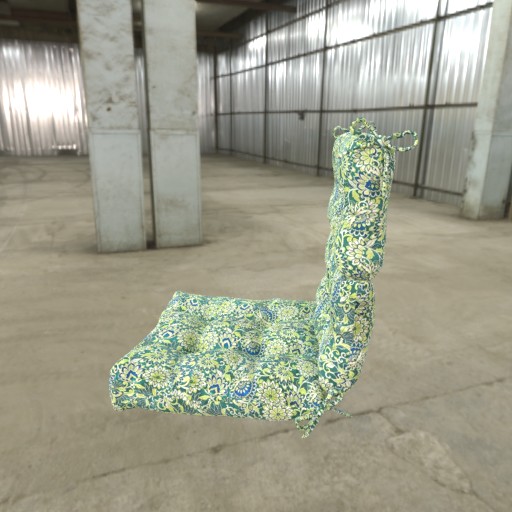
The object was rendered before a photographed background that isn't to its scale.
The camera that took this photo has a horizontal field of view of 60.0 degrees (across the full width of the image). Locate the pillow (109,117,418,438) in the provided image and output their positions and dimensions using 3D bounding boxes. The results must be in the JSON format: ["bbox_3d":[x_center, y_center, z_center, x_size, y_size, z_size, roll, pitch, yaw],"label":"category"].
[{"bbox_3d":[0.000,0.000,1.025,0.571,0.605,0.519,2,17,7],"label":"pillow"}]
